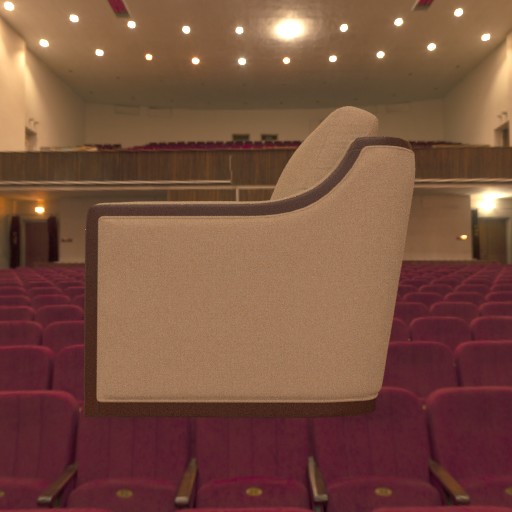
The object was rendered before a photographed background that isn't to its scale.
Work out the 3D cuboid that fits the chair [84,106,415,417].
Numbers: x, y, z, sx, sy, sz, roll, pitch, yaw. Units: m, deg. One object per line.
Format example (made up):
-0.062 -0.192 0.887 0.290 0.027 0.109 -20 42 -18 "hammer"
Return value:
0.000 0.000 1.626 0.950 0.930 0.870 0 -1 0 "chair"
